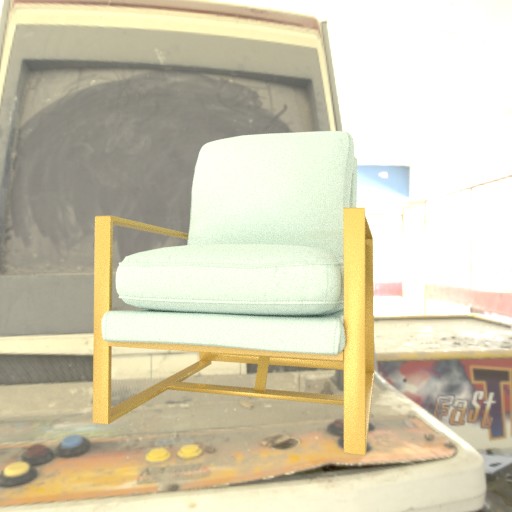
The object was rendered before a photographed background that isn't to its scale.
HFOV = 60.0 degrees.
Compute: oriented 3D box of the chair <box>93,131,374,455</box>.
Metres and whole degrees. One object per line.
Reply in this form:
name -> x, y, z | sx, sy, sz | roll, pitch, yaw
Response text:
chair -> 0.000, 0.000, 1.512 | 0.758, 0.956, 0.813 | 0, -1, 17
